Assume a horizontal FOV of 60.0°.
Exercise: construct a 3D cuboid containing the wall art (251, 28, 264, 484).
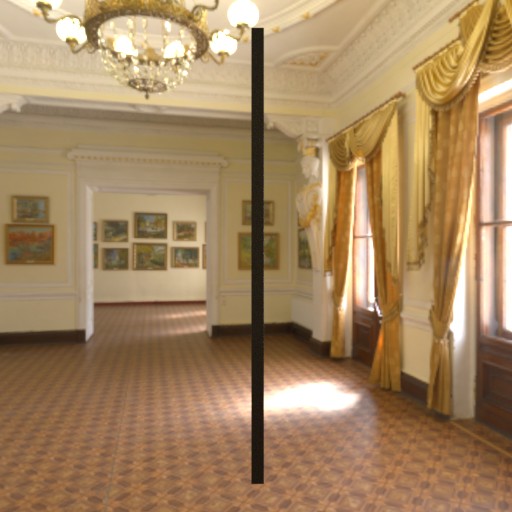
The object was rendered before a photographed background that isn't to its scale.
[{"bbox_3d":[0.000,0.000,1.188,0.022,0.807,0.807,0,0,0],"label":"wall art"}]
